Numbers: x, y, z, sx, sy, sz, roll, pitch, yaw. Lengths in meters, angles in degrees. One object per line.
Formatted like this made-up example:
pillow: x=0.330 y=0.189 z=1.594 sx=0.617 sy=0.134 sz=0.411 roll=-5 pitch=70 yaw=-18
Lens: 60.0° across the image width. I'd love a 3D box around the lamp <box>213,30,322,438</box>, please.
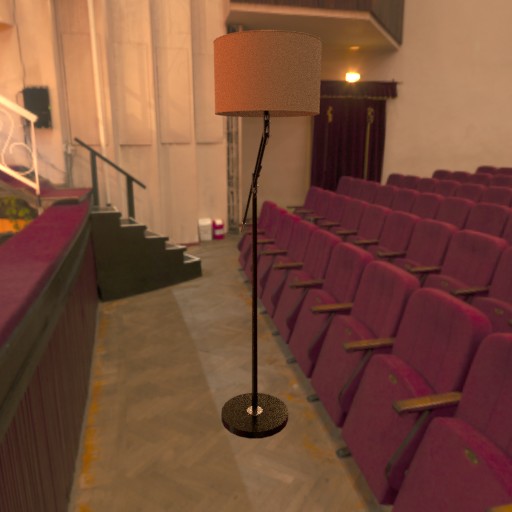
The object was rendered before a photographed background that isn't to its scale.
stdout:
lamp: x=0.000 y=0.000 z=1.937 sx=0.373 sy=1.635 sz=0.809 roll=-3 pitch=14 yaw=-10
